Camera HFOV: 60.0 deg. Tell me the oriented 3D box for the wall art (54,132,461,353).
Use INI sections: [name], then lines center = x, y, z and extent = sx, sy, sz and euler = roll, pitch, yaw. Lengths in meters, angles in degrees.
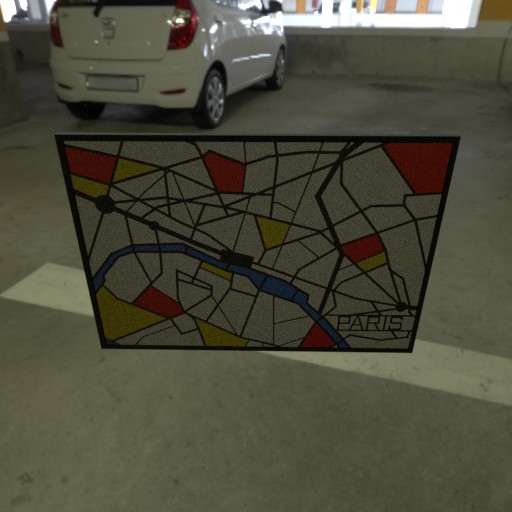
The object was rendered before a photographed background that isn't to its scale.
[wall art]
center = 0.000, 0.000, 0.841
extent = 0.664, 0.458, 0.013
euler = 1, 29, 1
